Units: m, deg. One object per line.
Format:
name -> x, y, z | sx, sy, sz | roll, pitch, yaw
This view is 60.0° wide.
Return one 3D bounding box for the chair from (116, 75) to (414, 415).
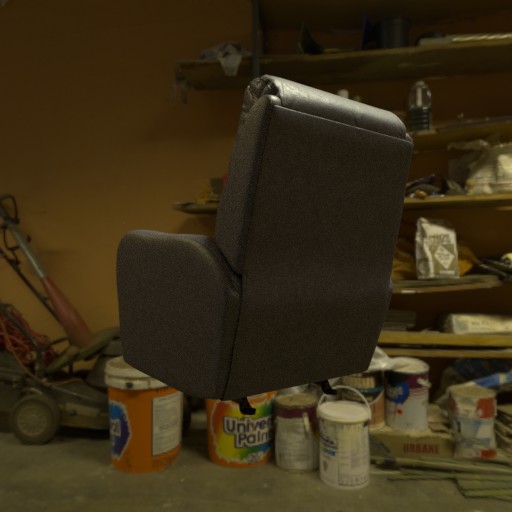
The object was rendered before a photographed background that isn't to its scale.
chair -> 0.000, 0.000, 1.819 | 0.865, 1.067, 1.067 | 1, -1, -36
